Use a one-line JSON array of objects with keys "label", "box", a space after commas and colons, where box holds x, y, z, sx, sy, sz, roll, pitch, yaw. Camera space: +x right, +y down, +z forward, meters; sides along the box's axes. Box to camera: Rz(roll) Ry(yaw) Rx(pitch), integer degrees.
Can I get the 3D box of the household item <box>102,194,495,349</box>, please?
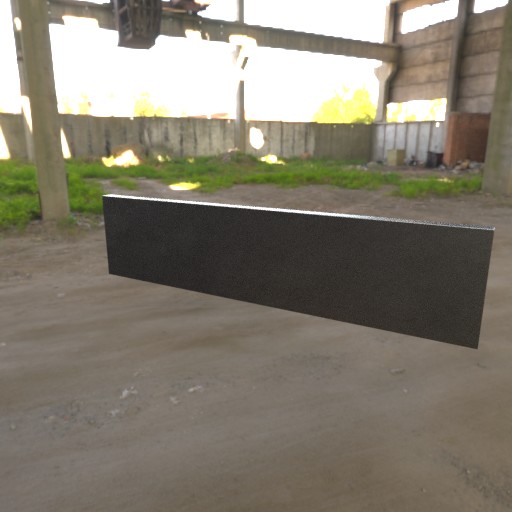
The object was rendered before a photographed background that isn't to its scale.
[{"label": "household item", "box": [0.000, 0.000, 1.078, 1.001, 0.236, 0.030, 8, 17, 29]}]
